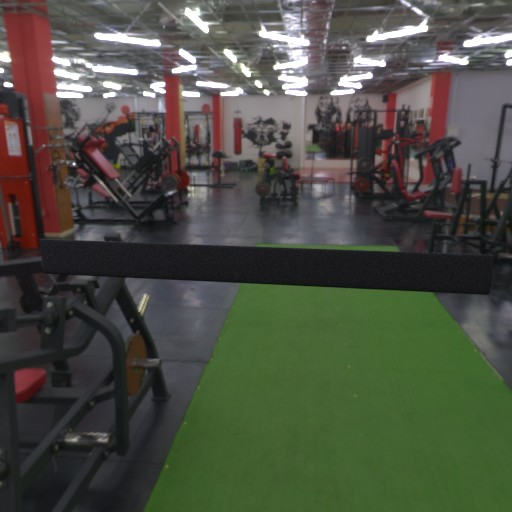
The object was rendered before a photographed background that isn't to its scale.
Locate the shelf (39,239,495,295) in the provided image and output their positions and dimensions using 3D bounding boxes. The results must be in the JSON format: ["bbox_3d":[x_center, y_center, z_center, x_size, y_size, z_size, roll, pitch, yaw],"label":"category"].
[{"bbox_3d":[0.000,0.000,0.638,0.605,0.053,0.102,2,15,8],"label":"shelf"}]
